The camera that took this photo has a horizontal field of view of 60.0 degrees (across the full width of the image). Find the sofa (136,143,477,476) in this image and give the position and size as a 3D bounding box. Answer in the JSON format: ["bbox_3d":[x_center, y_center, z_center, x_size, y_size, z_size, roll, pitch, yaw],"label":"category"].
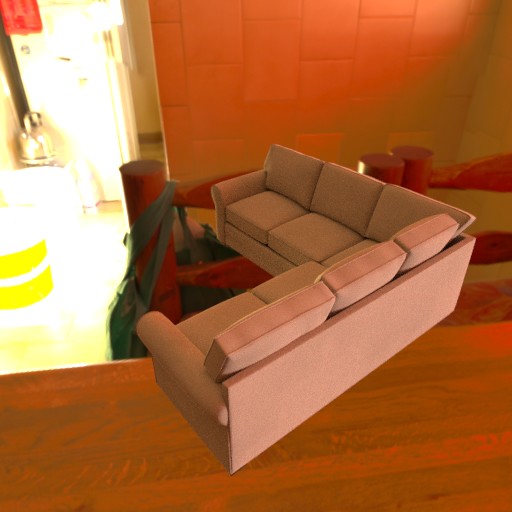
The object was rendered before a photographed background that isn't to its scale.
[{"bbox_3d":[0.000,0.000,3.845,2.562,1.053,2.487,-23,39,-32],"label":"sofa"}]
